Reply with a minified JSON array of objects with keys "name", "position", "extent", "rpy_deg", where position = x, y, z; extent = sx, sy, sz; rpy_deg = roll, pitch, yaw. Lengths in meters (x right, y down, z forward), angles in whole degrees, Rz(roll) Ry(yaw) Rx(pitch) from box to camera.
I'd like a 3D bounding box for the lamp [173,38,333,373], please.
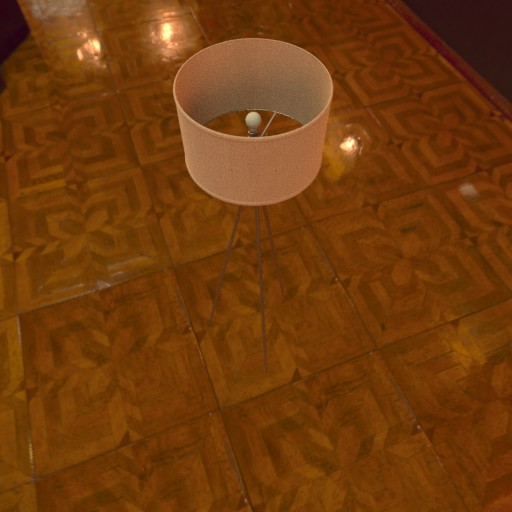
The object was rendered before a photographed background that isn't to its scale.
[{"name":"lamp","position":[0.000,0.000,1.766],"extent":[0.449,1.545,0.460],"rpy_deg":[-16,58,-10]}]
